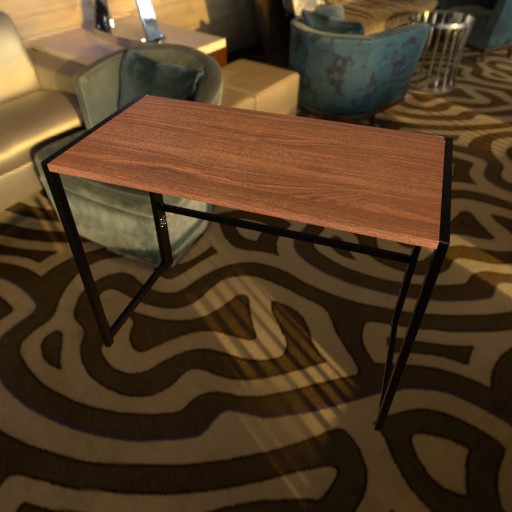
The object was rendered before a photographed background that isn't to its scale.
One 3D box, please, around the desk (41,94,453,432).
[{"bbox_3d":[0.000,0.000,1.454,1.016,0.762,0.508,13,42,15],"label":"desk"}]
